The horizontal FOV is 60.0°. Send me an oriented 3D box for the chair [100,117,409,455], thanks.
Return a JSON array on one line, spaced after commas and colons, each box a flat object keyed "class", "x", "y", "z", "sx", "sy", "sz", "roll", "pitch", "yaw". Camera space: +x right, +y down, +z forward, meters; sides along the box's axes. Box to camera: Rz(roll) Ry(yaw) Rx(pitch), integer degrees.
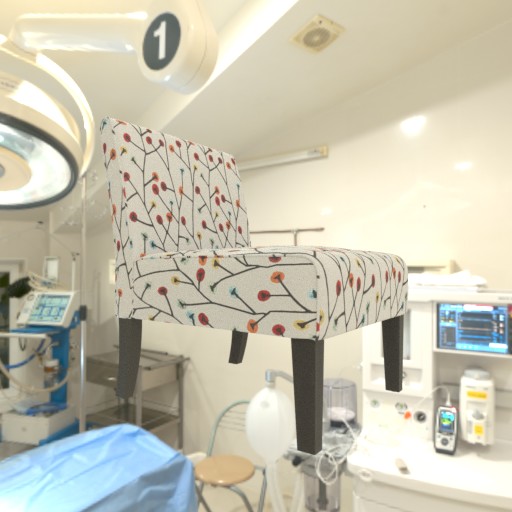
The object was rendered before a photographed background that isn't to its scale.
[{"class": "chair", "x": 0.000, "y": 0.000, "z": 1.317, "sx": 0.732, "sy": 0.813, "sz": 0.597, "roll": 0, "pitch": -1, "yaw": 36}]
